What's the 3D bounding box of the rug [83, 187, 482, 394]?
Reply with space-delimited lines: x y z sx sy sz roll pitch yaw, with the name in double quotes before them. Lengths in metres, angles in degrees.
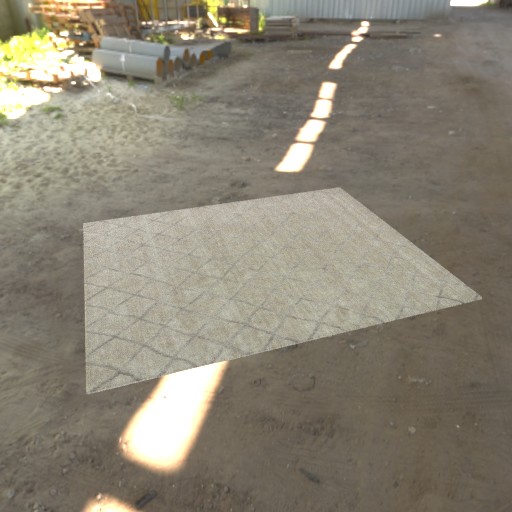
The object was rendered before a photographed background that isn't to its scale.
"rug" 0.000 0.000 4.136 3.038 0.019 2.420 -10 33 -16
